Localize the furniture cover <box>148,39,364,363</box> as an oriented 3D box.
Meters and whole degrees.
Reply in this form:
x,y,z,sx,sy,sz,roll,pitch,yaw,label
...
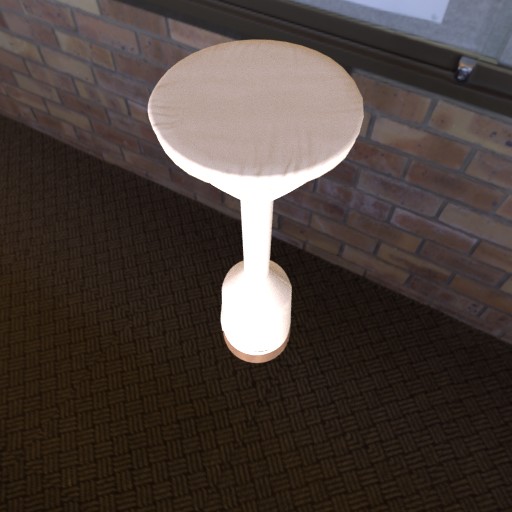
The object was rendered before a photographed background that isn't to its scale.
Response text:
x,y,z,sx,sy,sz,roll,pitch,yaw,label
0.000,0.000,2.885,0.914,2.413,0.914,-2,57,-1,furniture cover
